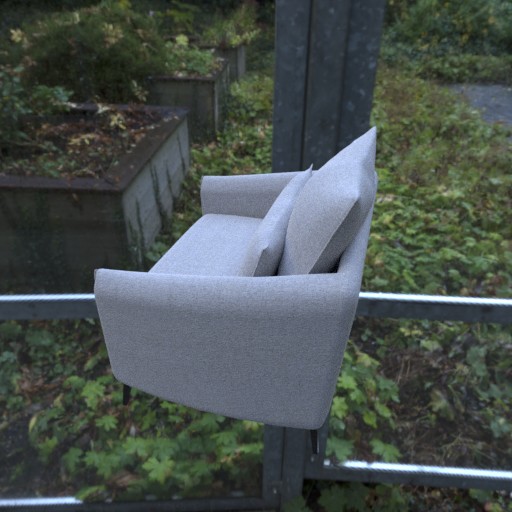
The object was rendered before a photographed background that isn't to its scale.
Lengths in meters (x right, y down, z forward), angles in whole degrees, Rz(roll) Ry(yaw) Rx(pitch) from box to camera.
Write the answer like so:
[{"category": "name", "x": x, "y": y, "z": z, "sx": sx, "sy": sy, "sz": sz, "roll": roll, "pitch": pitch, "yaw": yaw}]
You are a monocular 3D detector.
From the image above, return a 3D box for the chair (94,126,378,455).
[{"category": "chair", "x": 0.000, "y": 0.000, "z": 1.673, "sx": 0.801, "sy": 0.856, "sz": 1.029, "roll": 9, "pitch": 32, "yaw": 14}]
